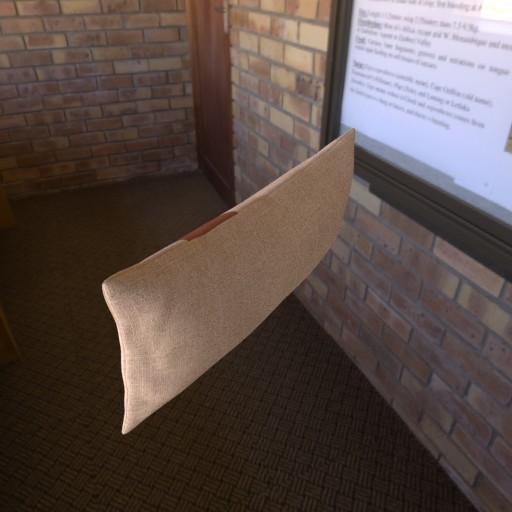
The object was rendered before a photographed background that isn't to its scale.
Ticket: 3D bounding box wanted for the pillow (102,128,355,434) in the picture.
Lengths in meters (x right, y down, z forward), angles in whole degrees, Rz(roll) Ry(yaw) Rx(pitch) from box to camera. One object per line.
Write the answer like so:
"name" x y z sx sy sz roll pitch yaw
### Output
"pillow" 0.000 0.000 0.737 0.155 0.282 0.612 20 38 28
